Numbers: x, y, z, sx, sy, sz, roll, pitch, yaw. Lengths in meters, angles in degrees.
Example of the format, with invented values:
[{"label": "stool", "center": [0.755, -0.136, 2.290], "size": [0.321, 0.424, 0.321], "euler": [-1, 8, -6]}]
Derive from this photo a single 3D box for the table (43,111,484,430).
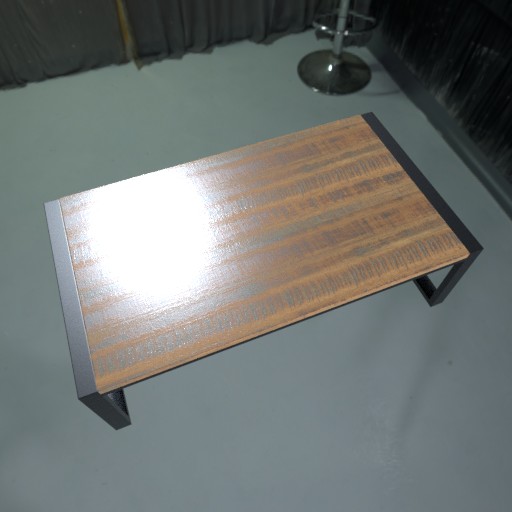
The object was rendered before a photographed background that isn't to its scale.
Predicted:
[{"label": "table", "center": [0.000, 0.000, 1.709], "size": [1.350, 0.400, 0.750], "euler": [-18, 59, -12]}]
